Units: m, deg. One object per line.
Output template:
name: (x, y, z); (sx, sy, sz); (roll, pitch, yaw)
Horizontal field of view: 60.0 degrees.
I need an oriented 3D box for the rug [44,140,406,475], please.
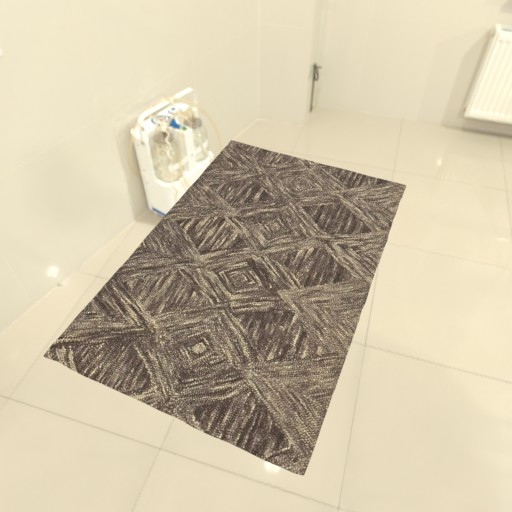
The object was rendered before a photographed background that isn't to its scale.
rug: (0.000, 0.000, 2.287); (1.186, 0.012, 1.814); (18, 50, 16)
